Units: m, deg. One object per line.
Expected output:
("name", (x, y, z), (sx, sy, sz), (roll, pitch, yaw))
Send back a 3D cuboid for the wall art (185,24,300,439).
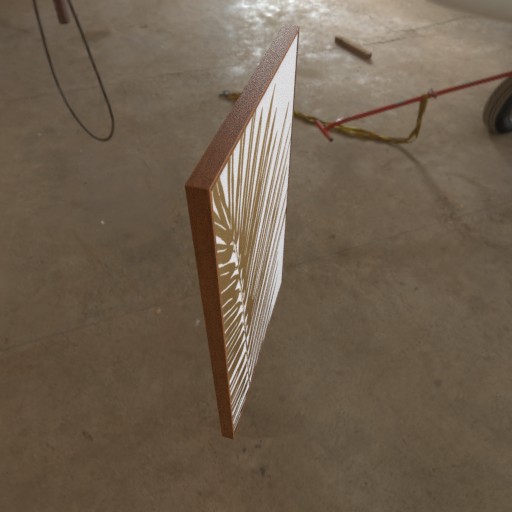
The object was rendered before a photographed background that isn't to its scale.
("wall art", (0.000, 0.000, 1.145), (0.037, 0.914, 0.610), (12, 48, 10))
